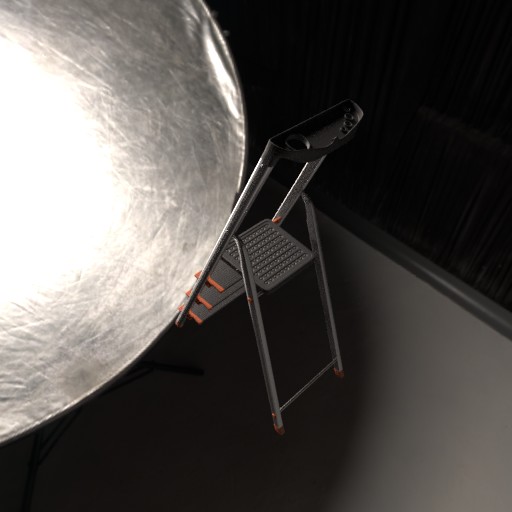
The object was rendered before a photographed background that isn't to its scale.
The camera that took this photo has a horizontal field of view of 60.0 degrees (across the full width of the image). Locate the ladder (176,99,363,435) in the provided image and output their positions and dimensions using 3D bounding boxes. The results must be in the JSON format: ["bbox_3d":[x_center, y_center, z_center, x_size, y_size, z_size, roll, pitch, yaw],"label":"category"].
[{"bbox_3d":[0.000,0.000,1.819,0.452,1.429,0.834,-34,55,-27],"label":"ladder"}]
